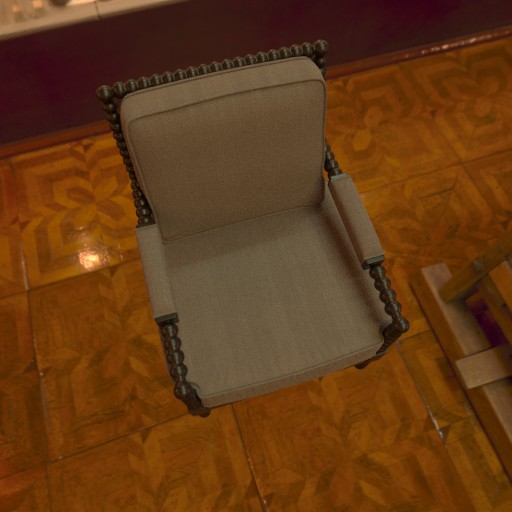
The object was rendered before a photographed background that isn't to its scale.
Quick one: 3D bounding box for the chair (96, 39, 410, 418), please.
[{"bbox_3d":[0.000,0.000,1.084,0.540,0.661,0.622,-15,66,-7],"label":"chair"}]
